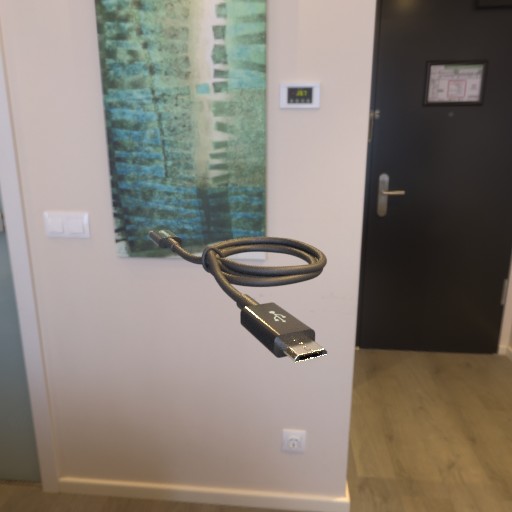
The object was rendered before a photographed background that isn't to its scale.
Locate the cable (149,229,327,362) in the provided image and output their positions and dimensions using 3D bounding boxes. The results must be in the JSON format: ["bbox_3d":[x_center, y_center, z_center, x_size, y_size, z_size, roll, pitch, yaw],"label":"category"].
[{"bbox_3d":[0.000,0.000,0.218,0.070,0.014,0.192,-7,16,-24],"label":"cable"}]
